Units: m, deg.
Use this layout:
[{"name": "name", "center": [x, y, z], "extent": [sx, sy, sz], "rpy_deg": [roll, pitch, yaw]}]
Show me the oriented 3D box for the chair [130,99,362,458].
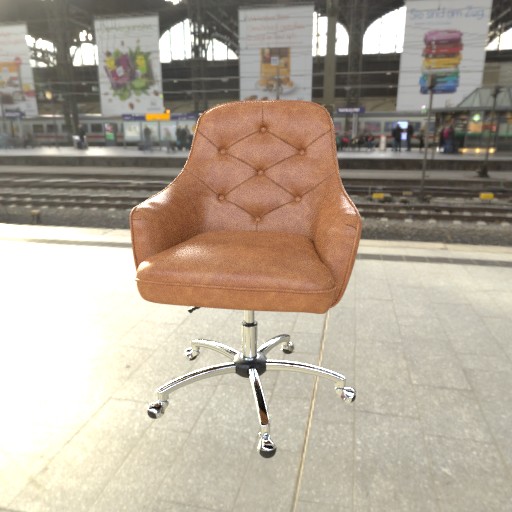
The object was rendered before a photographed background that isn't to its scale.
[{"name": "chair", "center": [0.000, 0.000, 1.307], "extent": [0.628, 0.909, 0.615], "rpy_deg": [3, 16, 10]}]
